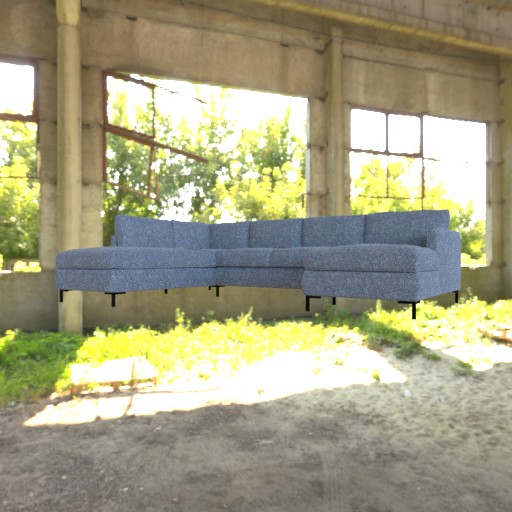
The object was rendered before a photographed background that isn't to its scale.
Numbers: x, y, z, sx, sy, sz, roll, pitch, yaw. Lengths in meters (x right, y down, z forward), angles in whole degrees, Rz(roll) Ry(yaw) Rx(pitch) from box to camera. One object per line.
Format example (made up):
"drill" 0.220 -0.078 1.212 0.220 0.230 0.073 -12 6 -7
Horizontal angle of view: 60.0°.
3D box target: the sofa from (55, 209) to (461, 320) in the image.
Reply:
"sofa" 0.000 0.000 3.562 2.737 0.756 1.879 0 -1 36
